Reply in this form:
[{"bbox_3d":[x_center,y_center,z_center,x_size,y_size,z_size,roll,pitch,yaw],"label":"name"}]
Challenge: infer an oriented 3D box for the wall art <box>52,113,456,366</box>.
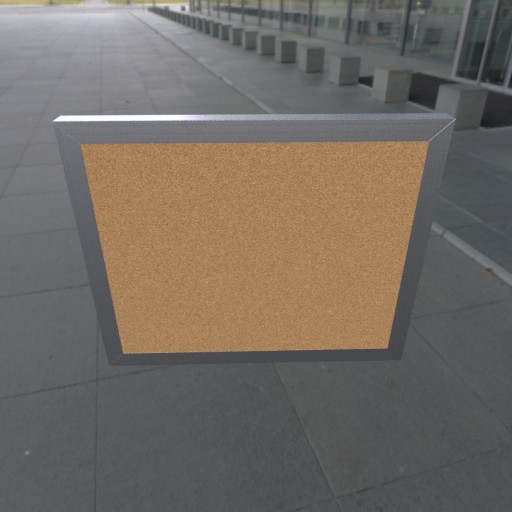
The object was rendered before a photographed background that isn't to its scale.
[{"bbox_3d":[0.000,0.000,0.742,0.557,0.456,0.032,-1,31,-1],"label":"wall art"}]
